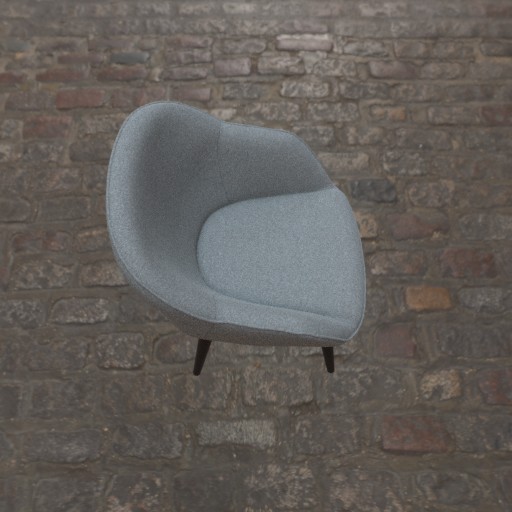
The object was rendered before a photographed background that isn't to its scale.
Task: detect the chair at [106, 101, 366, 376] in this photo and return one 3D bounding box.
[{"bbox_3d":[0.000,0.000,1.259,0.611,0.810,0.589,-1,62,-1],"label":"chair"}]
